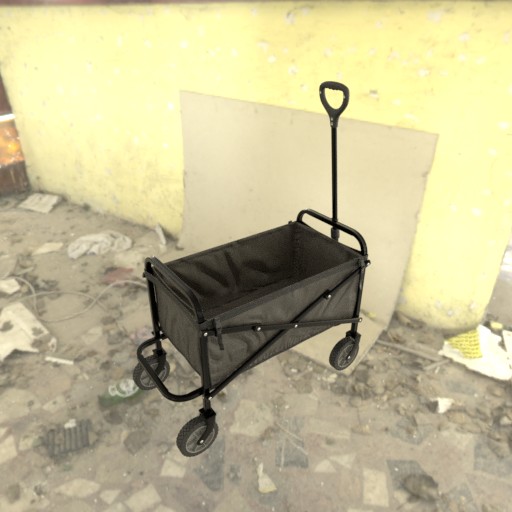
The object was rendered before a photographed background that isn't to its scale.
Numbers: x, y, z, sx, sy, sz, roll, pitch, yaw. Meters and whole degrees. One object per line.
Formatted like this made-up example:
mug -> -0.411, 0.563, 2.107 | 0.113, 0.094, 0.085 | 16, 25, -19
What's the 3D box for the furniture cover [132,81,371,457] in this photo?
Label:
furniture cover -> 0.000, 0.000, 1.829 | 1.038, 1.295, 0.532 | -19, 34, -31
